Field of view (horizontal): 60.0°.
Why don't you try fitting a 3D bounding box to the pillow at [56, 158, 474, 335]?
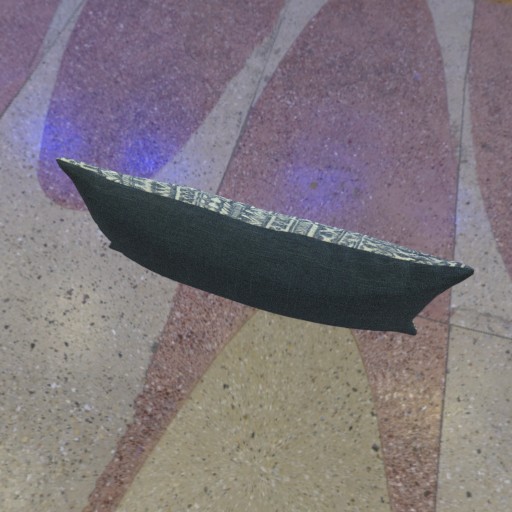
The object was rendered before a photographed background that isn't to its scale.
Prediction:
[{"bbox_3d":[0.000,0.000,0.743,0.631,0.292,0.148,16,65,7],"label":"pillow"}]
